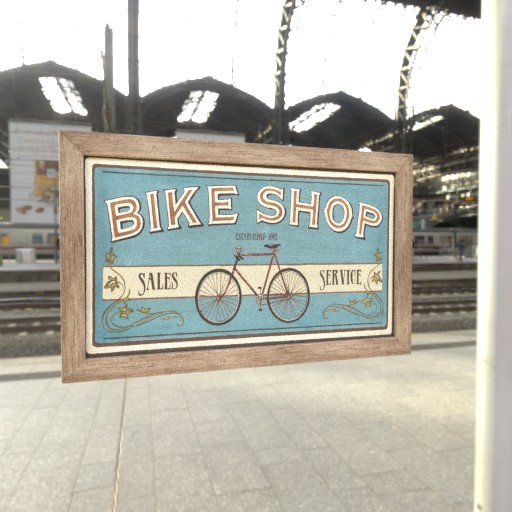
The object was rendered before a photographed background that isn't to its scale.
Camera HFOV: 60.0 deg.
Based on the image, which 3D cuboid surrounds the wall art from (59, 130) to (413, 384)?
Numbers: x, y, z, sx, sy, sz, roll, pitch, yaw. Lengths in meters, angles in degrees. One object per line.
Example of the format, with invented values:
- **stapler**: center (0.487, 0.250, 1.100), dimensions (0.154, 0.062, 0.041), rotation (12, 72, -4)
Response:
- **wall art**: center (0.000, 0.000, 0.961), dimensions (0.780, 0.480, 0.021), rotation (0, 2, -17)
